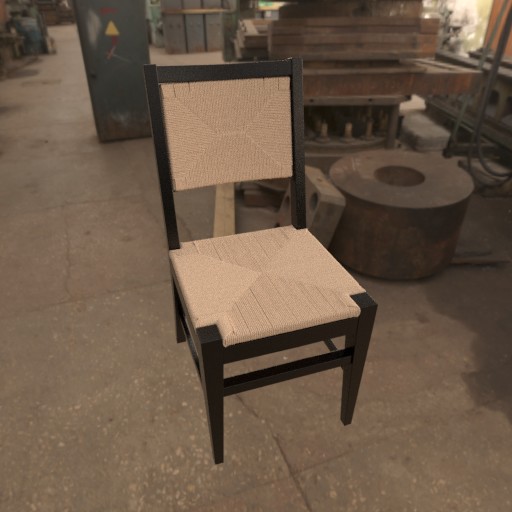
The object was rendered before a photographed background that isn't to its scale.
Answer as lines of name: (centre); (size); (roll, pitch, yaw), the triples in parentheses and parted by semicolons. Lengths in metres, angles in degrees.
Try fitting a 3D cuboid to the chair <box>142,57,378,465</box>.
chair: (0.000, 0.000, 1.211); (0.437, 0.927, 0.552); (-10, 32, -16)
